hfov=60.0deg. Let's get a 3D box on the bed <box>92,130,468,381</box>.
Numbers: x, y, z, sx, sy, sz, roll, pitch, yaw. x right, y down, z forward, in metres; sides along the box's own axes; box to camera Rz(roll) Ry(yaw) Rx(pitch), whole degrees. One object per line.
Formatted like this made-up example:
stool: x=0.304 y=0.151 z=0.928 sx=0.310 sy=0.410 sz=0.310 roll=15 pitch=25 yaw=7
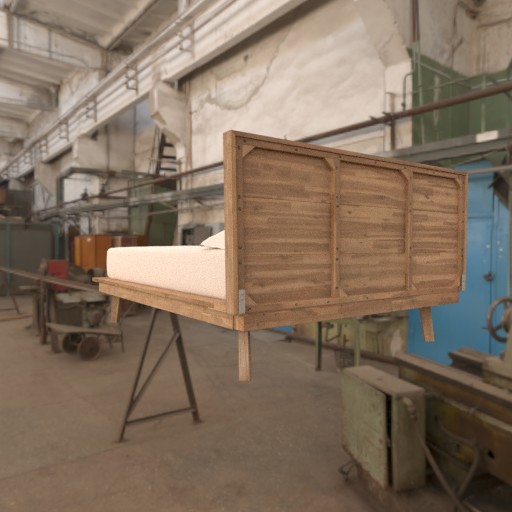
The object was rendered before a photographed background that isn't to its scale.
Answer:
bed: x=0.000 y=0.000 z=3.157 sx=1.759 sy=1.071 sz=2.145 roll=-1 pitch=2 yaw=-35
